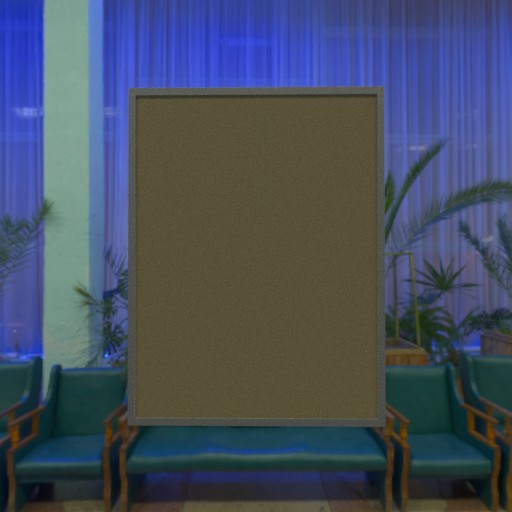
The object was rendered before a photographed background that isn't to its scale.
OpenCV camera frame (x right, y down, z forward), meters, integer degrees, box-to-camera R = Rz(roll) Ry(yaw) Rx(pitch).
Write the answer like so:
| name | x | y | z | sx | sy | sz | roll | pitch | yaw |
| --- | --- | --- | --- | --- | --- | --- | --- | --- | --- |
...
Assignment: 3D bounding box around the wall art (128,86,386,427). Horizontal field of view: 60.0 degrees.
| name | x | y | z | sx | sy | sz | roll | pitch | yaw |
| --- | --- | --- | --- | --- | --- | --- | --- | --- | --- |
| wall art | 0.000 | 0.000 | 1.377 | 0.789 | 1.042 | 0.034 | 0 | -1 | 1 |
